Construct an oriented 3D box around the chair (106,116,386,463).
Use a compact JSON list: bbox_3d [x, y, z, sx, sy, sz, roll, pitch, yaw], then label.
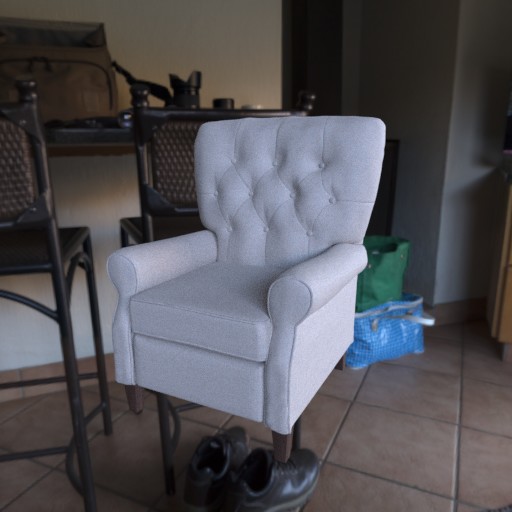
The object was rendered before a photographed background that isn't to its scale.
[{"bbox_3d":[0.000,0.000,1.945,0.942,1.209,1.025,7,15,26],"label":"chair"}]
